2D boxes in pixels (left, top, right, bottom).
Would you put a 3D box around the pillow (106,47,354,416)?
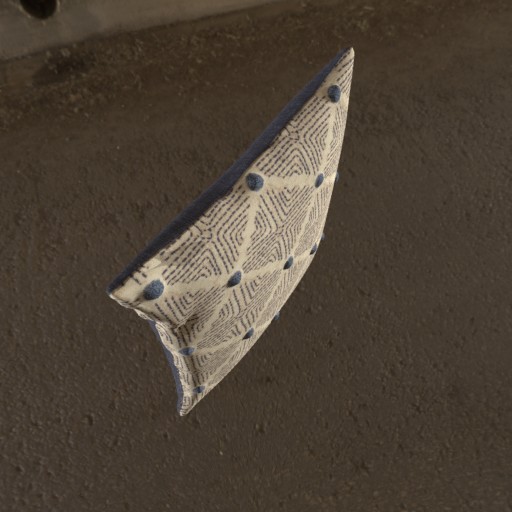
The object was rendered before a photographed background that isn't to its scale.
[{"bbox_3d":[0.000,0.000,0.760,0.145,0.510,0.510,30,63,18],"label":"pillow"}]
